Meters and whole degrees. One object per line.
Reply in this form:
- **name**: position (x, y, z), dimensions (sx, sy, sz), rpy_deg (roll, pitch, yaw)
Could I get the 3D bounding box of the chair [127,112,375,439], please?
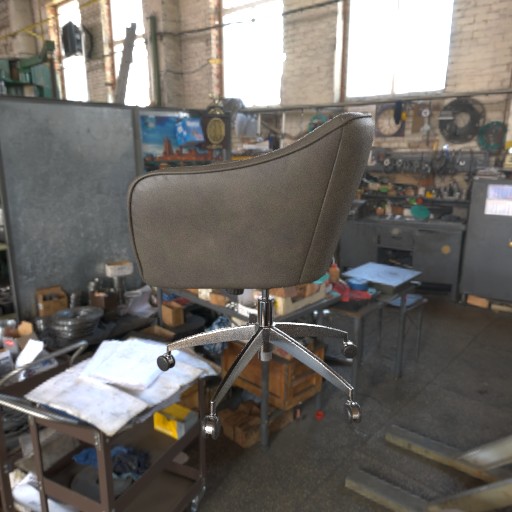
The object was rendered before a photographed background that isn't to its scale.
- **chair**: position (0.000, 0.000, 1.376), dimensions (0.689, 0.827, 0.713), rpy_deg (2, 14, 8)
